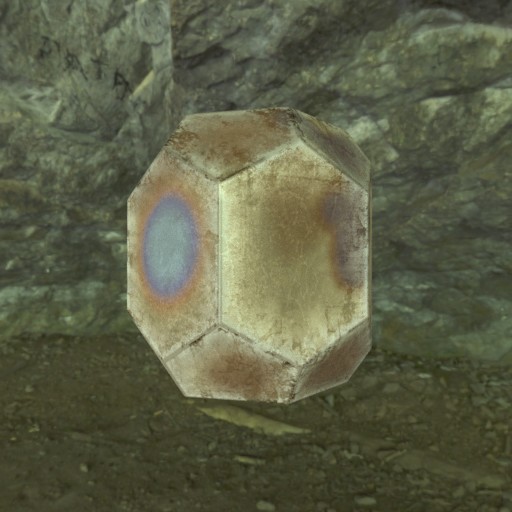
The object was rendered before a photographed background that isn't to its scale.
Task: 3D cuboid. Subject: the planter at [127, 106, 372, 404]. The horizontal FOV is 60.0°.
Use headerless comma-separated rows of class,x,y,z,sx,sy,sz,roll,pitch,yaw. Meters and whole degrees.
planter,0.000,0.000,0.436,0.243,0.238,0.221,0,-1,-18
